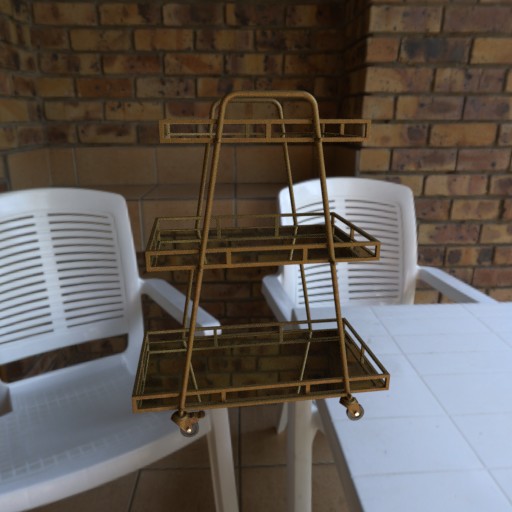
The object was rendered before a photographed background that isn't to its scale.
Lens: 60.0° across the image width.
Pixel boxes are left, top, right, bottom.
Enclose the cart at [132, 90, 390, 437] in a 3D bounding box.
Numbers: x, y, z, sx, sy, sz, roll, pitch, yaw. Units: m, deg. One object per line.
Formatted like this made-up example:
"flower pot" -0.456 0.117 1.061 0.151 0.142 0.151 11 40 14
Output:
"cart" 0.000 0.000 1.291 0.711 0.883 0.441 -3 17 -8
